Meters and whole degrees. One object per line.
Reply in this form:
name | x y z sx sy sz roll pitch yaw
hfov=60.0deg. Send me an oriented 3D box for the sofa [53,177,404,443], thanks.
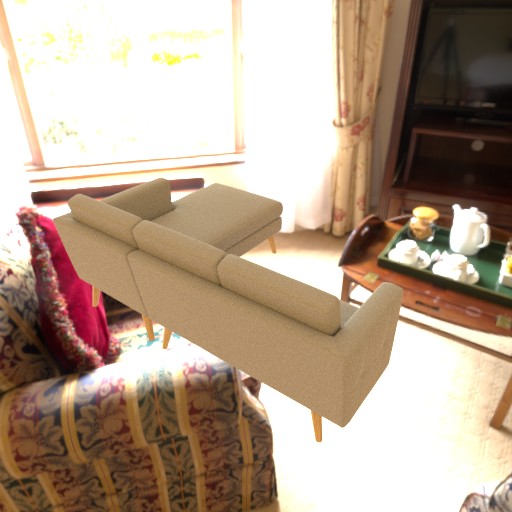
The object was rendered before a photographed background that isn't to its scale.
sofa | 0.000 0.000 2.873 2.040 0.860 1.530 21 37 31
